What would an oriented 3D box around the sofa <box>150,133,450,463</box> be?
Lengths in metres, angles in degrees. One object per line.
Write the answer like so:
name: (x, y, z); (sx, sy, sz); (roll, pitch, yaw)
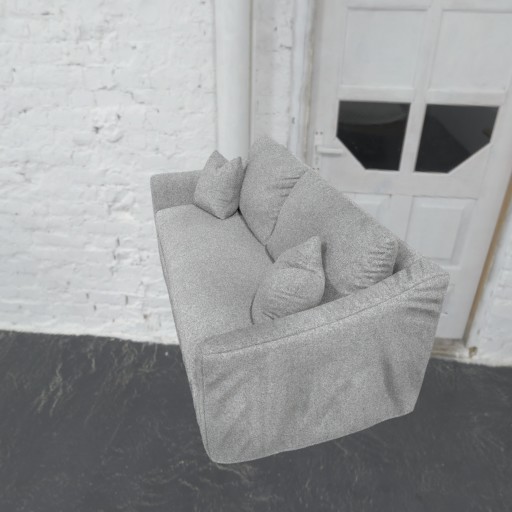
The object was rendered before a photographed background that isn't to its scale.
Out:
sofa: (0.000, 0.000, 2.647); (1.072, 1.018, 2.010); (-9, 31, -15)
